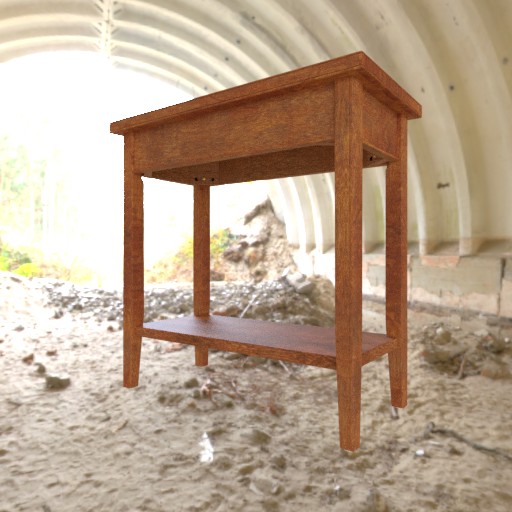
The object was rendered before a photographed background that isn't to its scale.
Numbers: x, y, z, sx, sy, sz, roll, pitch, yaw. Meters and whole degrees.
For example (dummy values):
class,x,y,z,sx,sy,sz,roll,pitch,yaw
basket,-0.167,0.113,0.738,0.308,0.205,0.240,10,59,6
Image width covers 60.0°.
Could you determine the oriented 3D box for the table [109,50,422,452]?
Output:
class,x,y,z,sx,sy,sz,roll,pitch,yaw
table,0.000,0.000,0.955,0.610,0.610,0.305,0,0,36
